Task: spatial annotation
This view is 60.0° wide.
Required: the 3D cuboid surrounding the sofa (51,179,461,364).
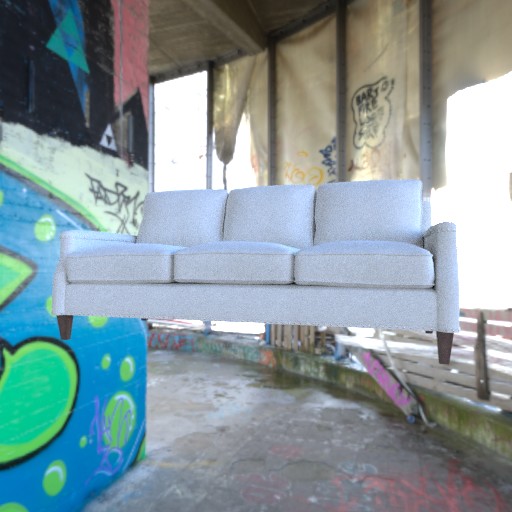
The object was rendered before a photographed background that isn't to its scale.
[{"bbox_3d":[0.000,0.000,2.808,2.246,1.003,1.084,0,-1,17],"label":"sofa"}]
